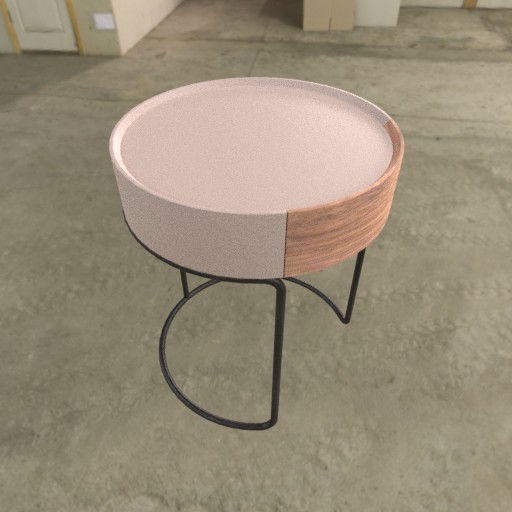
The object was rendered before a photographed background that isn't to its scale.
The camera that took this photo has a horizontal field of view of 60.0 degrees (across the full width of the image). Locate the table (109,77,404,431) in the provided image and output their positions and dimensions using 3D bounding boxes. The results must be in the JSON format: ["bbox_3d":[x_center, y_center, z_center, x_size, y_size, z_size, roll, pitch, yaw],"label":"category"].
[{"bbox_3d":[0.000,0.000,0.867,0.450,0.530,0.450,0,42,0],"label":"table"}]
